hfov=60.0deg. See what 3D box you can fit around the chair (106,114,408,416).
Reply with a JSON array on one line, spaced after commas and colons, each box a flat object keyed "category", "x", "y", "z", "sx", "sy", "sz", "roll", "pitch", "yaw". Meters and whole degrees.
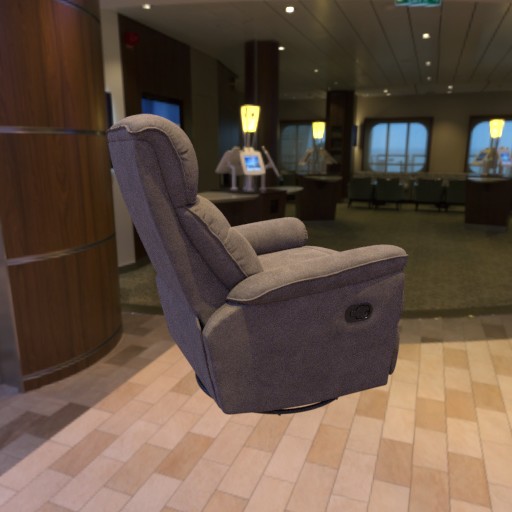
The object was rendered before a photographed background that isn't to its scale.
[{"category": "chair", "x": 0.000, "y": 0.000, "z": 1.748, "sx": 1.009, "sy": 1.036, "sz": 0.830, "roll": -6, "pitch": 15, "yaw": -24}]
